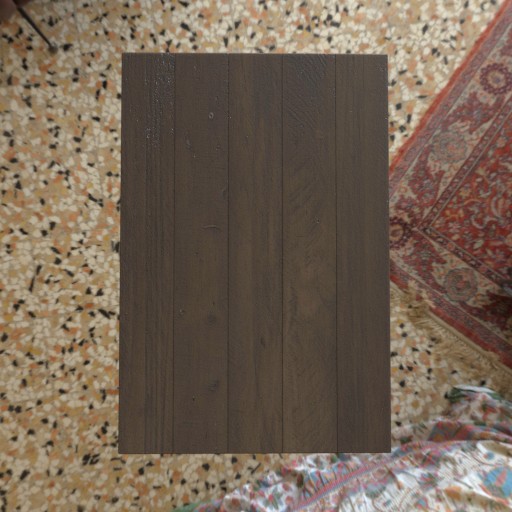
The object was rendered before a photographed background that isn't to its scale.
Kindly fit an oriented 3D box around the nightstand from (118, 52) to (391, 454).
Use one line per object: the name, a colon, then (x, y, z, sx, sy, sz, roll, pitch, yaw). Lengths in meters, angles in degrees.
nightstand: (0.000, 0.000, 1.017, 0.450, 0.599, 0.650, 0, 88, -1)
